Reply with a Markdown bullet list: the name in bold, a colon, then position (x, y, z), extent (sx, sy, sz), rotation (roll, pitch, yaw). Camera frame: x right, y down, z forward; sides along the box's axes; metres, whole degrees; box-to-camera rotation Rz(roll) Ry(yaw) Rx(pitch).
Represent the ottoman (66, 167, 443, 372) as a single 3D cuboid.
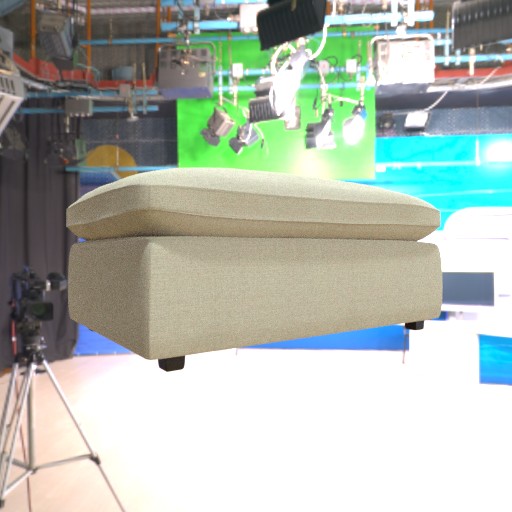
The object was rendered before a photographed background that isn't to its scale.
- **ottoman**: position (0.000, 0.000, 1.357), extent (0.984, 0.453, 0.686), rotation (0, 1, -35)
